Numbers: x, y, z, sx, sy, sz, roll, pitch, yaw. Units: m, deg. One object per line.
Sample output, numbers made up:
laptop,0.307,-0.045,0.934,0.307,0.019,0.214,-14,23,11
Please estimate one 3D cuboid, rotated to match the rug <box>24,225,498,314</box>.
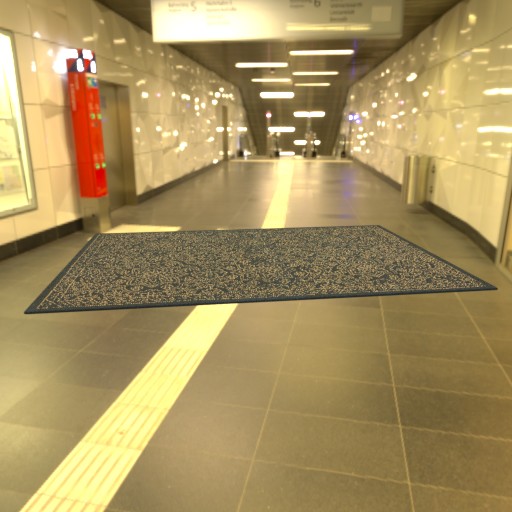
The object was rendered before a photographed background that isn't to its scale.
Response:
rug,0.000,0.000,2.263,1.829,0.010,1.219,-2,16,-7
